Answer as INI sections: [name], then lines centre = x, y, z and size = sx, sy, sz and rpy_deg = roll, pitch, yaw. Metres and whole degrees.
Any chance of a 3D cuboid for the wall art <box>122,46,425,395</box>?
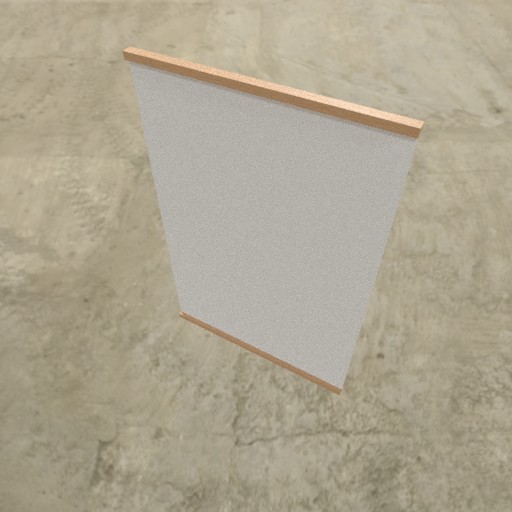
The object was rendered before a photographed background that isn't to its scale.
[wall art]
centre = 0.000, 0.000, 0.755
size = 0.401, 0.611, 0.016
rpy_deg = 22, 51, 19
